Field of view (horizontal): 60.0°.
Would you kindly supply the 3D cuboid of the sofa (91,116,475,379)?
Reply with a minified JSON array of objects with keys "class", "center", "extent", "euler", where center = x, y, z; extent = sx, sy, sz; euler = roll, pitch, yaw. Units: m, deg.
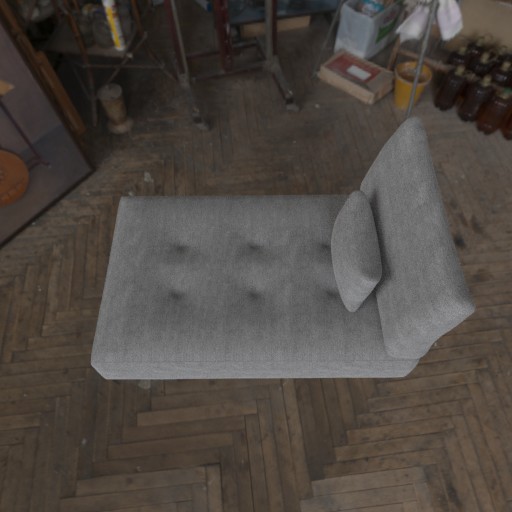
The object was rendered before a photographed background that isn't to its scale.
[{"class":"sofa","center":[0.000,0.000,1.995],"extent":[1.450,0.820,0.930],"euler":[0,60,0]}]
